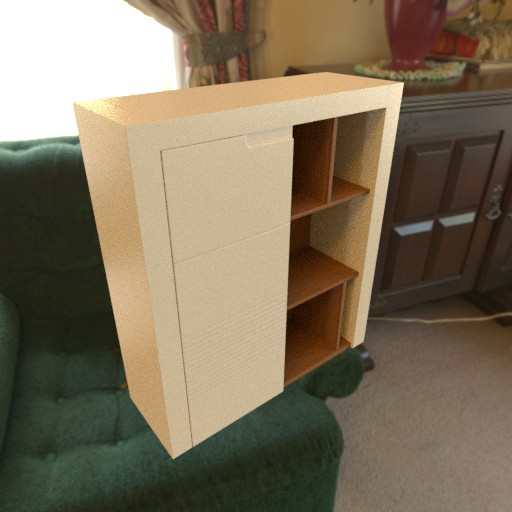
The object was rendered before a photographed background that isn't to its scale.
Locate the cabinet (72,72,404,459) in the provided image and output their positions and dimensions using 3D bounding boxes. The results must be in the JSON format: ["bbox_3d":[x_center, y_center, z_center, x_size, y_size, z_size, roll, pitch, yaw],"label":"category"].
[{"bbox_3d":[0.000,0.000,1.628,0.990,1.150,0.348,-21,36,-32],"label":"cabinet"}]
